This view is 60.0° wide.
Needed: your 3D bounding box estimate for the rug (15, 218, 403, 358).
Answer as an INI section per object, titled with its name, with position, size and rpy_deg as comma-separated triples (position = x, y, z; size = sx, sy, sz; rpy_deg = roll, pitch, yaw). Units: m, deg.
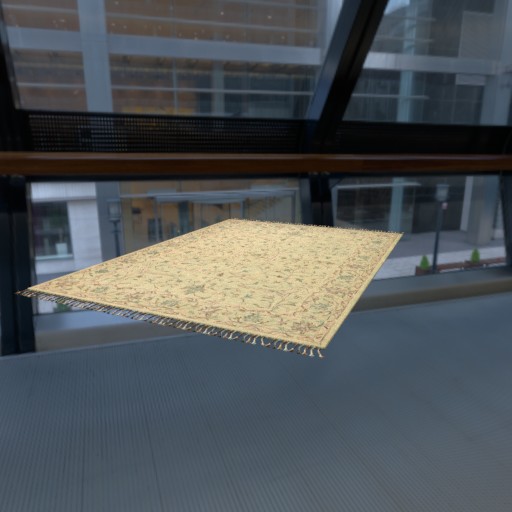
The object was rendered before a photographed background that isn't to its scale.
[rug]
position = 0.000, 0.000, 2.248
size = 1.247, 0.008, 1.802
rpy_deg = 7, 17, 24
